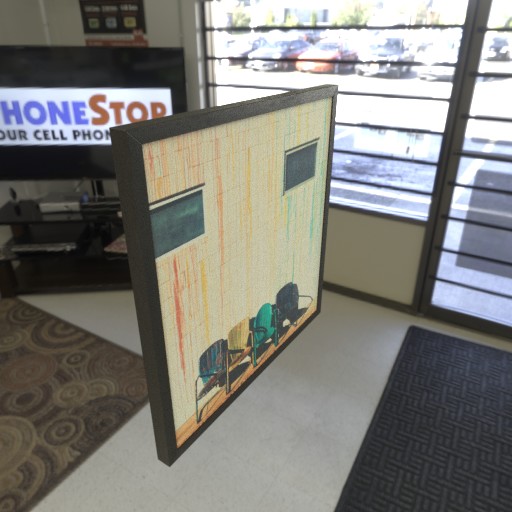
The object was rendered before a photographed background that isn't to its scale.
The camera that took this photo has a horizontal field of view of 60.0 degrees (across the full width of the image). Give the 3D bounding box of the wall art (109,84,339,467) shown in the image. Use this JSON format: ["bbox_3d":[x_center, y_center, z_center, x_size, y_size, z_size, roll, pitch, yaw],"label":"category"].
[{"bbox_3d":[0.000,0.000,1.139,0.039,0.763,0.763,17,32,30],"label":"wall art"}]
